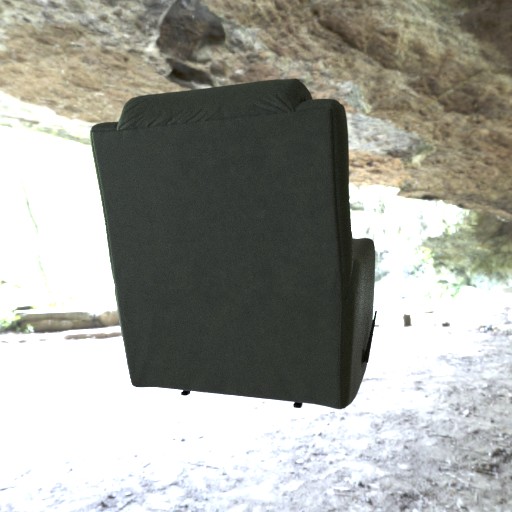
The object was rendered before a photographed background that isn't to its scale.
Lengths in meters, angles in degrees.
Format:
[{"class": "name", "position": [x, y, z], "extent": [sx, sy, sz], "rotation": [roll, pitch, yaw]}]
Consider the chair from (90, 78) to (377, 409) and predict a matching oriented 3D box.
[{"class": "chair", "position": [0.000, 0.000, 1.877], "extent": [0.967, 1.116, 1.068], "rotation": [0, 0, 18]}]
